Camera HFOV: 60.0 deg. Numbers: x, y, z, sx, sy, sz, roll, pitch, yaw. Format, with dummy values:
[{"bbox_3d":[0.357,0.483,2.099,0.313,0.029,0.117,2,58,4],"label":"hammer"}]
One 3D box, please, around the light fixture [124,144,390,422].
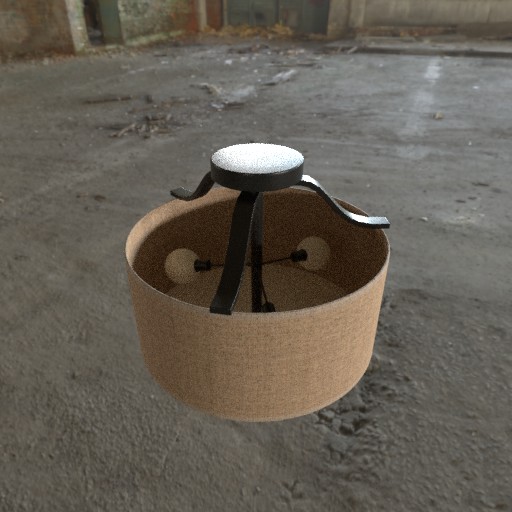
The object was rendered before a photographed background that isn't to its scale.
[{"bbox_3d":[0.000,0.000,0.672,0.390,0.306,0.390,0,31,0],"label":"light fixture"}]
